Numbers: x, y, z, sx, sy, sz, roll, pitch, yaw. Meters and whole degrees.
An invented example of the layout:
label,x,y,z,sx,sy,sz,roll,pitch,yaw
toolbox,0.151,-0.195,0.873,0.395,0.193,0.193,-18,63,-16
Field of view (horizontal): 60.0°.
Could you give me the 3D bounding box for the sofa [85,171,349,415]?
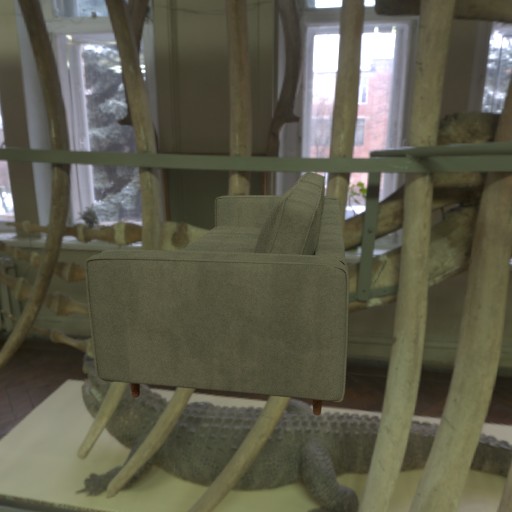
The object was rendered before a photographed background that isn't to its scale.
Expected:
label,x,y,z,sx,sy,sz,roll,pitch,yaw
sofa,0.000,0.000,2.408,0.924,0.825,1.920,2,14,9
